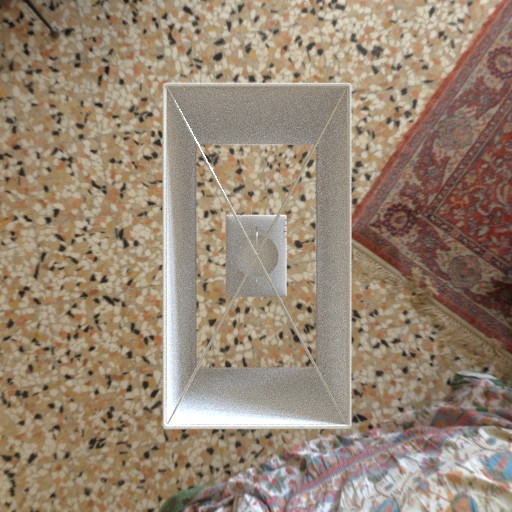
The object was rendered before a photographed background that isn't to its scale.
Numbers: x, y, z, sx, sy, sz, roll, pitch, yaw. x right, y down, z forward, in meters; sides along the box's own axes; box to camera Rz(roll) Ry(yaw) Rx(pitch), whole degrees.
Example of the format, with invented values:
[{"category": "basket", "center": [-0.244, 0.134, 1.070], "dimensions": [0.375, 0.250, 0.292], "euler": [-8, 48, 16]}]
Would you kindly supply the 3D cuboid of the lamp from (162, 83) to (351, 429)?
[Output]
[{"category": "lamp", "center": [0.000, 0.000, 0.696], "dimensions": [0.182, 0.543, 0.334], "euler": [0, 90, 0]}]
